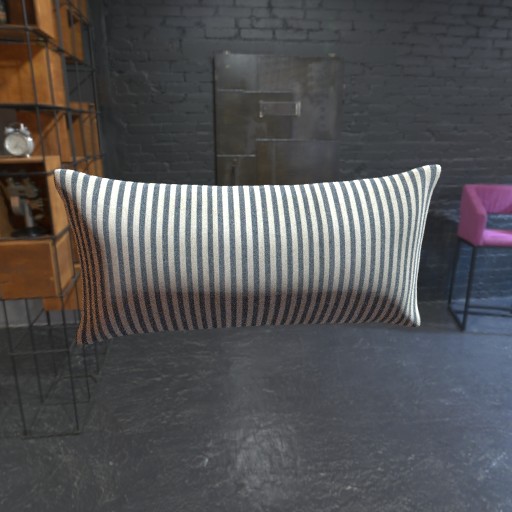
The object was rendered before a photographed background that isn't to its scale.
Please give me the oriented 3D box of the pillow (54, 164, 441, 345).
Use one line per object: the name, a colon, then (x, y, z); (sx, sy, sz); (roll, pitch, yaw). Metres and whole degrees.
pillow: (0.000, 0.000, 0.742); (0.617, 0.295, 0.151); (-2, 16, -6)
